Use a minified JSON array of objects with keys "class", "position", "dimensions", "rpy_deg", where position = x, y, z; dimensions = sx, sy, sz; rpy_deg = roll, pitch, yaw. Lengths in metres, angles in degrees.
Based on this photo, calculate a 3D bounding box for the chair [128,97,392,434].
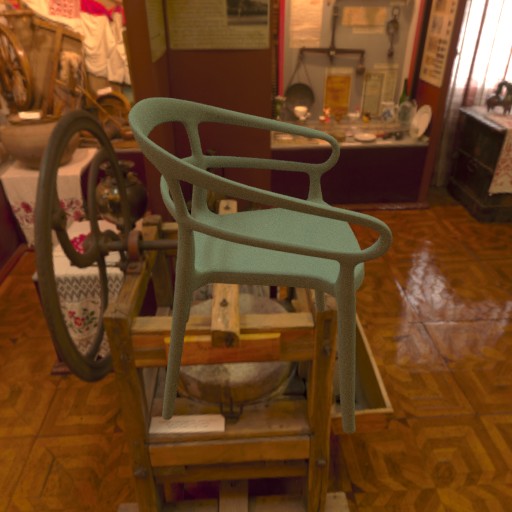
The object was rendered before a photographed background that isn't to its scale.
[{"class":"chair","position":[0.000,0.000,1.153],"dimensions":[0.527,0.761,0.559],"rpy_deg":[-1,31,-1]}]
